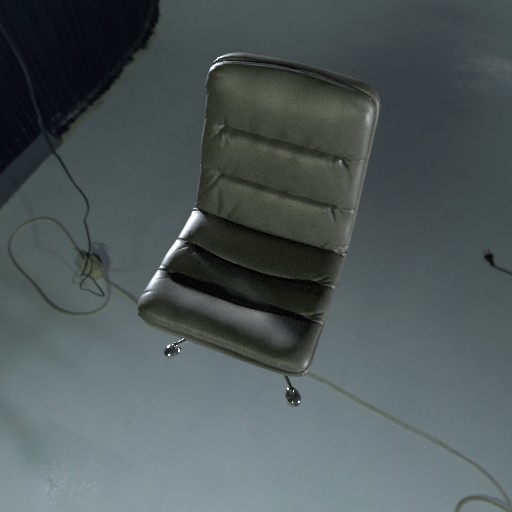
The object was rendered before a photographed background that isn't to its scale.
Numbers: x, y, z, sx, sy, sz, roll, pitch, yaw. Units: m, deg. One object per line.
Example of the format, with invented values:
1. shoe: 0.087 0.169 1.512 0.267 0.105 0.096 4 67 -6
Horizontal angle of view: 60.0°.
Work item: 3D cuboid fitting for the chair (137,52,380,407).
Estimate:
1. chair: 0.000 0.000 1.059 0.422 0.738 0.485 18 61 10
